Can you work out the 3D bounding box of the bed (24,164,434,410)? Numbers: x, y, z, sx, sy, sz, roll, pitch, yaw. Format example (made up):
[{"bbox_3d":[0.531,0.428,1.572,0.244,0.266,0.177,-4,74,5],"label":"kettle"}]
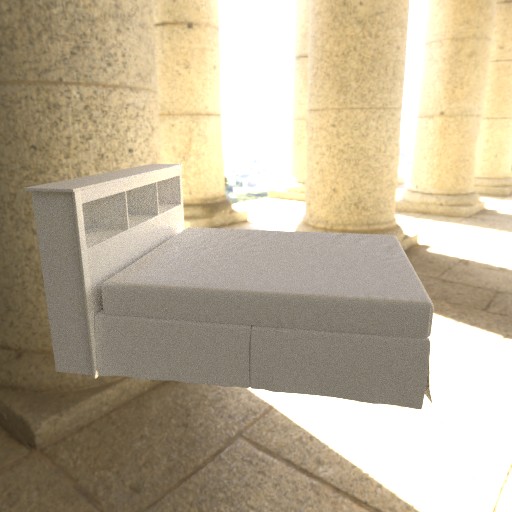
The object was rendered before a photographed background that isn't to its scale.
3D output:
[{"bbox_3d":[0.000,0.000,3.040,2.133,1.092,1.671,3,16,10],"label":"bed"}]
